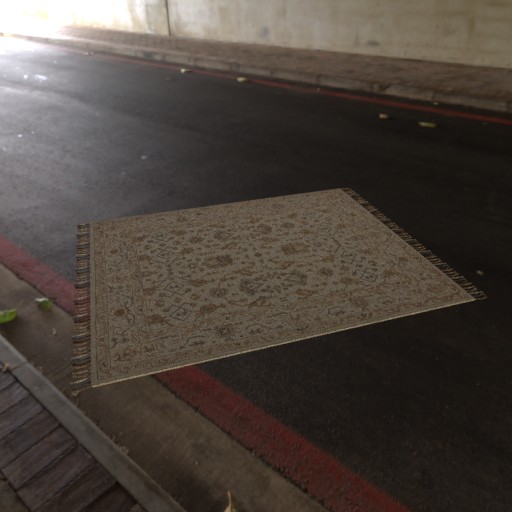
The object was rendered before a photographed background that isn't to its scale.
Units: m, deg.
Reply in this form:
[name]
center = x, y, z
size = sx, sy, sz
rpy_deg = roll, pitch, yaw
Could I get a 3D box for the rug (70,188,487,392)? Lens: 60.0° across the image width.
[rug]
center = 0.000, 0.000, 2.227
size = 1.726, 0.009, 1.278
rpy_deg = -10, 33, -15
